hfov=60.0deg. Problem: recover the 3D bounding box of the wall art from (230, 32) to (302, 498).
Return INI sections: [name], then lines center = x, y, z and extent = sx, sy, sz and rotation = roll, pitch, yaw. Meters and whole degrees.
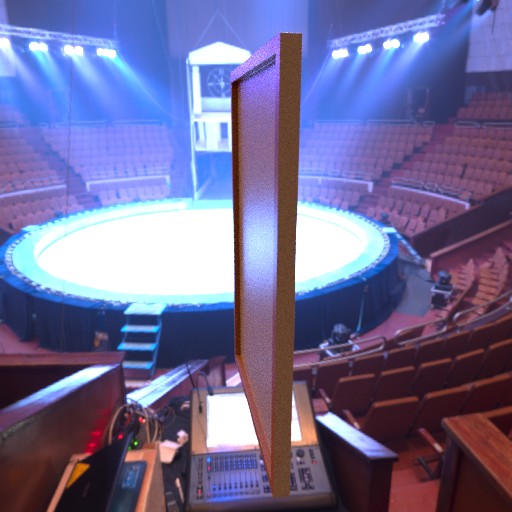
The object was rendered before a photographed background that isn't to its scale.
[wall art]
center = 0.000, 0.000, 1.117
extent = 0.037, 0.916, 0.610
rotation = -3, 17, -10
